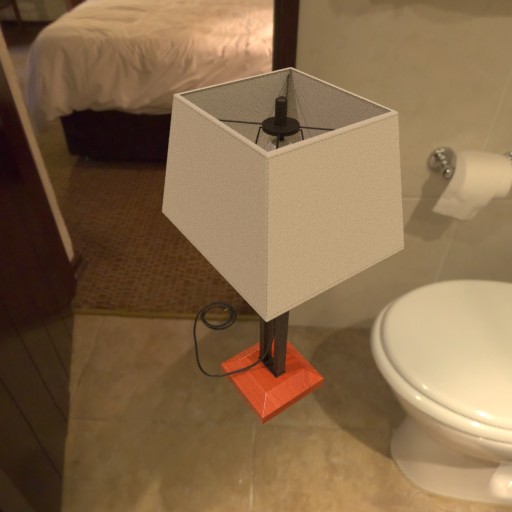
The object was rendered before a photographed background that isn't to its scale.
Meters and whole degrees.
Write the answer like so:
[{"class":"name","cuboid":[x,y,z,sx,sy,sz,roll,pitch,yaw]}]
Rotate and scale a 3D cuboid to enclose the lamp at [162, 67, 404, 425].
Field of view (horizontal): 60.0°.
[{"class":"lamp","cuboid":[0.000,0.000,0.964,0.310,0.737,0.498,-24,46,-26]}]
